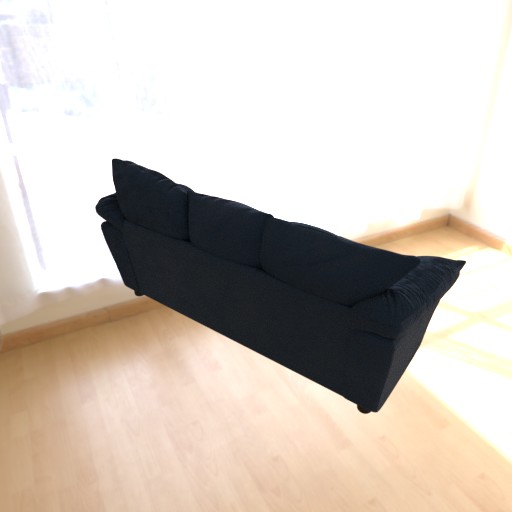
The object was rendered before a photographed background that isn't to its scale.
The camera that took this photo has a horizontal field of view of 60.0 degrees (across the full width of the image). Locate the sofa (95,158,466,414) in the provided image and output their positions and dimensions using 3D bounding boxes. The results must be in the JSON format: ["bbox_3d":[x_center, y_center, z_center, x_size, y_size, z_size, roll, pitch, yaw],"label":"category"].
[{"bbox_3d":[0.000,0.000,2.961,2.390,1.091,0.907,20,35,32],"label":"sofa"}]
